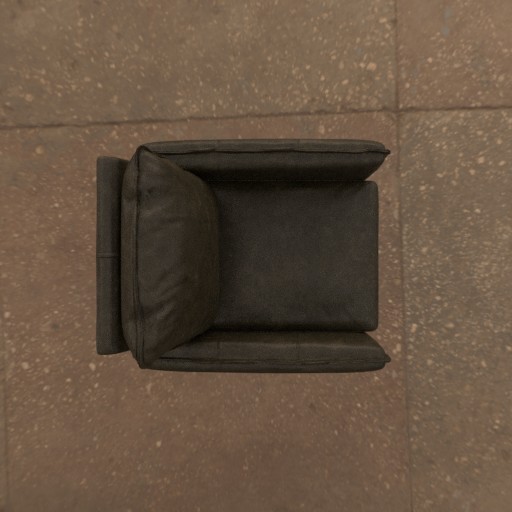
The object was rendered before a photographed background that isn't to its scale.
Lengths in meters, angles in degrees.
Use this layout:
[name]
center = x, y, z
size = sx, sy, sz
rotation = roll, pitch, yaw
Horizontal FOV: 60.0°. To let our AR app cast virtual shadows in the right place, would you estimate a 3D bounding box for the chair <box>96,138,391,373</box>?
[chair]
center = 0.000, 0.000, 1.616
size = 0.921, 0.921, 0.830
rotation = 0, 90, 0
